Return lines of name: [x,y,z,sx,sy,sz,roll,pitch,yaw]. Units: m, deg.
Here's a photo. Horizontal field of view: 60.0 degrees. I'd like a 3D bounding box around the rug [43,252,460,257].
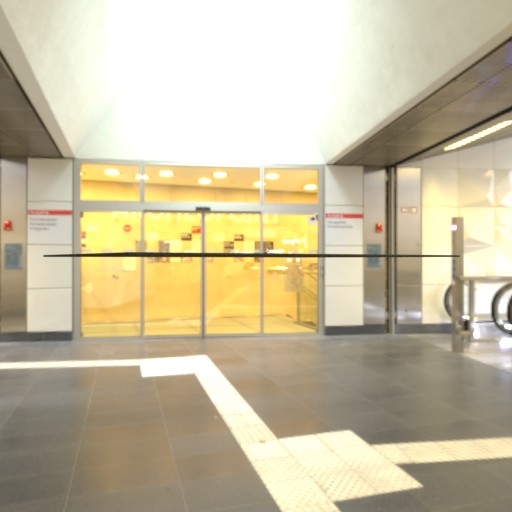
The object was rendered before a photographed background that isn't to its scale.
rug: [0.000,0.000,2.327,1.829,0.010,1.219,0,0,-36]
